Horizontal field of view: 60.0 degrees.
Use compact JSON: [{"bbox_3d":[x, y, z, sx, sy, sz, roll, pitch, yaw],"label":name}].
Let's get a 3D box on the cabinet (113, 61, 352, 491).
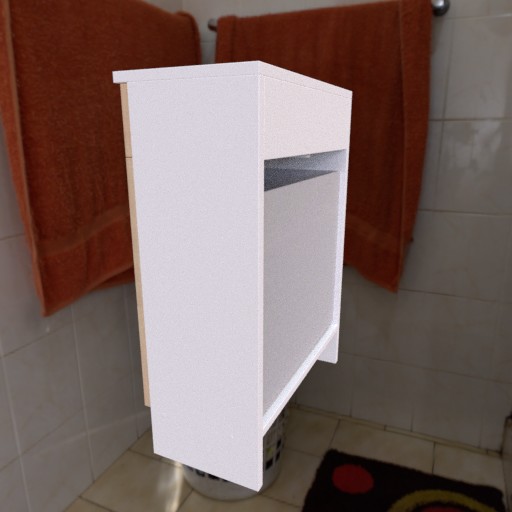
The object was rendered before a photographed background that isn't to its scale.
[{"bbox_3d":[0.000,0.000,1.118,0.296,0.815,0.600,7,17,24],"label":"cabinet"}]
